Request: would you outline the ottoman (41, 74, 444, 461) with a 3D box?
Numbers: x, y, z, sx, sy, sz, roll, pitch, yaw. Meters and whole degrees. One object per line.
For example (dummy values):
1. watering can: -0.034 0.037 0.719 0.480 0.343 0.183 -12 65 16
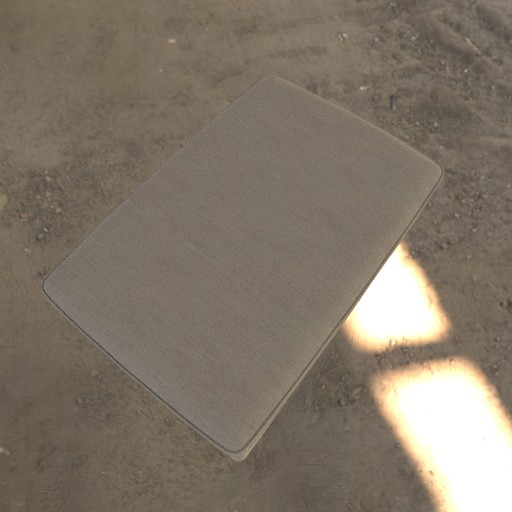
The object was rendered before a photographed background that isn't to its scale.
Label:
1. ottoman: 0.000 0.000 1.296 0.636 0.480 0.941 35 68 16
